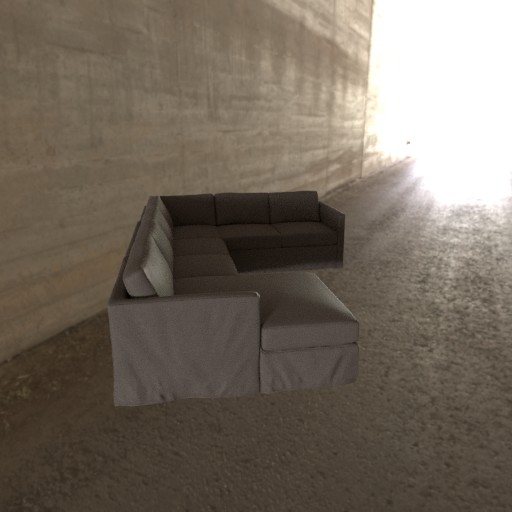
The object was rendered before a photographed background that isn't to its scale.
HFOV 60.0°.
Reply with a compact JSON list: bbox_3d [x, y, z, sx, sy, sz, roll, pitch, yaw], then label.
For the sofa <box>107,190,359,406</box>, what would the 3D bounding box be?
[{"bbox_3d":[0.000,0.000,4.516,2.476,0.878,3.528,-3,17,-10],"label":"sofa"}]
